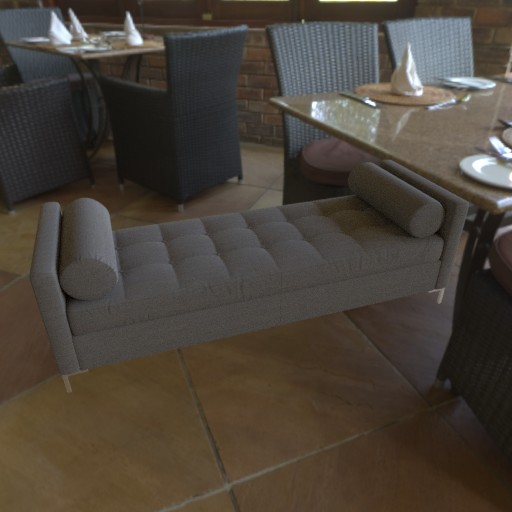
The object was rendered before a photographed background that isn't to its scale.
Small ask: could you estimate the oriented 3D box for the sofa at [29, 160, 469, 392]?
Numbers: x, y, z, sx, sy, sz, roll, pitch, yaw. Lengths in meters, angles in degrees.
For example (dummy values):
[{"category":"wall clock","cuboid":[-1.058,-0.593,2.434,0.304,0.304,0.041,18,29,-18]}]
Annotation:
[{"category":"sofa","cuboid":[0.000,0.000,2.307,1.981,0.635,0.686,-10,32,-16]}]
